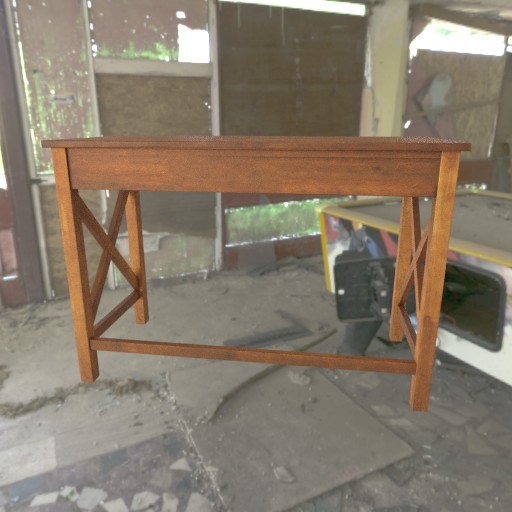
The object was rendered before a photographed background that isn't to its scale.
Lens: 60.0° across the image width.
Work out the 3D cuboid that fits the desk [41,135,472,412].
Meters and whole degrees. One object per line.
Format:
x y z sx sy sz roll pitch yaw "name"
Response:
0.000 0.000 1.485 1.117 0.762 0.508 2 17 8 "desk"
